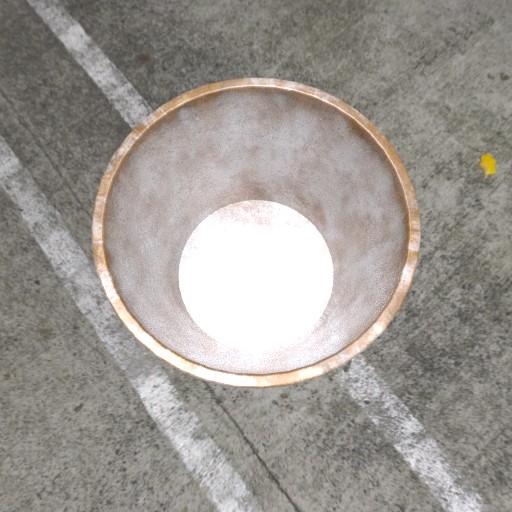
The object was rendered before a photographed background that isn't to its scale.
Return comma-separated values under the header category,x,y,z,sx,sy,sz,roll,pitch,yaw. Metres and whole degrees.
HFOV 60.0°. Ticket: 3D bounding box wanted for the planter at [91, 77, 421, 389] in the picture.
category,x,y,z,sx,sy,sz,roll,pitch,yaw
planter,0.000,0.000,0.450,0.255,0.223,0.255,0,74,0
